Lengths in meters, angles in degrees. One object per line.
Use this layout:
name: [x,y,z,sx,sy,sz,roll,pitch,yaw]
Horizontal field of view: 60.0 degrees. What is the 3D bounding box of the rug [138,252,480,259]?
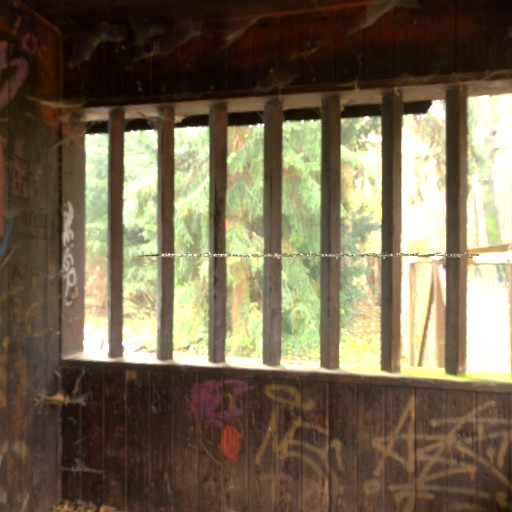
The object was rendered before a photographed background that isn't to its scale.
rug: [0.000,0.000,2.499,1.224,0.027,2.021,0,0,-17]
